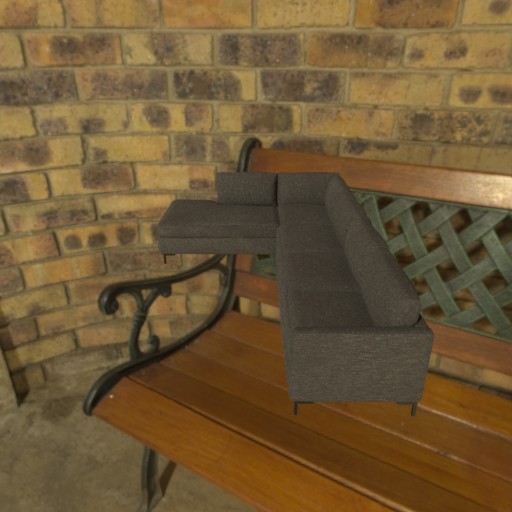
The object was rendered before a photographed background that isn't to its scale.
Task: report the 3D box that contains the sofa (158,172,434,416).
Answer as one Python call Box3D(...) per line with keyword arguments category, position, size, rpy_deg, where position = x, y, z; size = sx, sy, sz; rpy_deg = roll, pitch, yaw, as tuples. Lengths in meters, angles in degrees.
Box3D(category="sofa", position=(0.000, 0.000, 3.845), size=(2.007, 0.815, 2.949), rpy_deg=(0, 25, 0))
